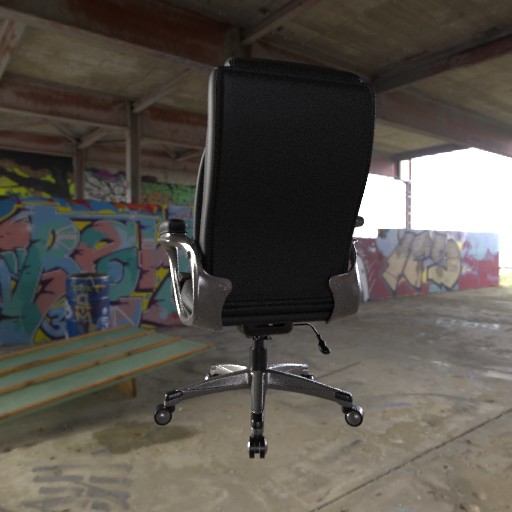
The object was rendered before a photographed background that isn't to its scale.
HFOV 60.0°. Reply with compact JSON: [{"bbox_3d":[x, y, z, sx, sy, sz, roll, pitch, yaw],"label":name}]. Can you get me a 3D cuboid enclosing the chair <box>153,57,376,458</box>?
[{"bbox_3d":[0.000,0.000,1.630,0.741,1.167,0.784,0,2,-17],"label":"chair"}]
